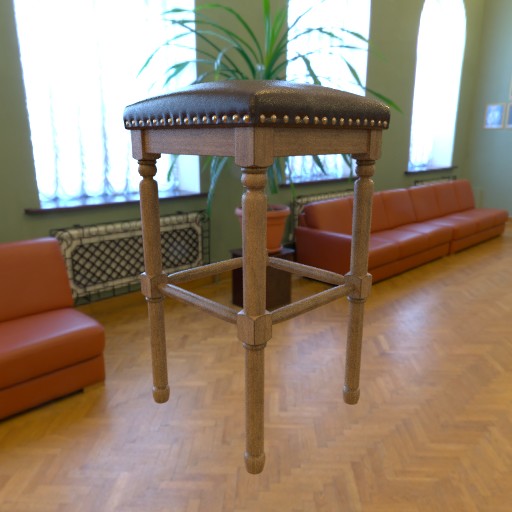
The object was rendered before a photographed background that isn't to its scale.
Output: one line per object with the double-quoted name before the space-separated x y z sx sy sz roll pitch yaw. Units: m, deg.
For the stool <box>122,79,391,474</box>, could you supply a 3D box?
"stool" 0.000 0.000 0.953 0.382 0.702 0.383 -14 20 -42
